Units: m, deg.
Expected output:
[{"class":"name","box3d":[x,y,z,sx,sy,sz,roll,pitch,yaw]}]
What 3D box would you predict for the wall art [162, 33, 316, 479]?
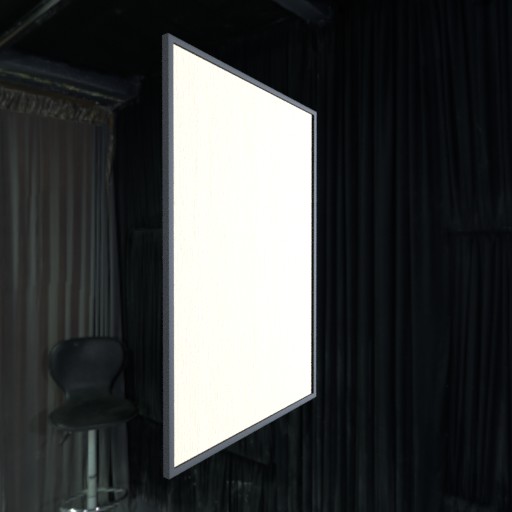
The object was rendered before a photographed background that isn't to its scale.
[{"class":"wall art","box3d":[0.000,0.000,0.841,0.013,0.657,0.457,1,1,36]}]
